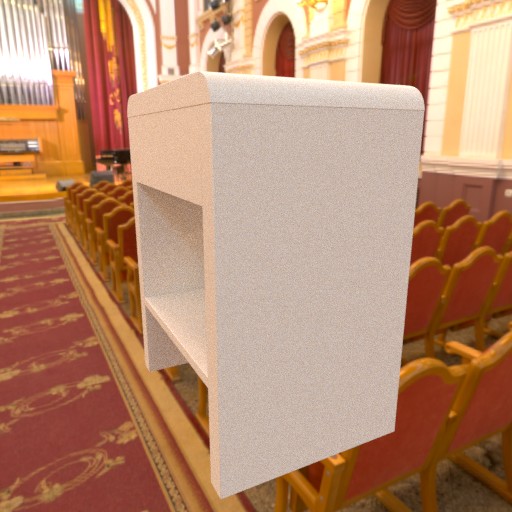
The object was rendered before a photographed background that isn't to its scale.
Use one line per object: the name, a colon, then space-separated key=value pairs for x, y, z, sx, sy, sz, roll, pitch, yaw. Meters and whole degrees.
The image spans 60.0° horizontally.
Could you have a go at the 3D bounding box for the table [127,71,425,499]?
table: x=0.000 y=0.000 z=0.844 sx=0.350 sy=0.590 sz=0.450 roll=-8 pitch=17 yaw=-26
